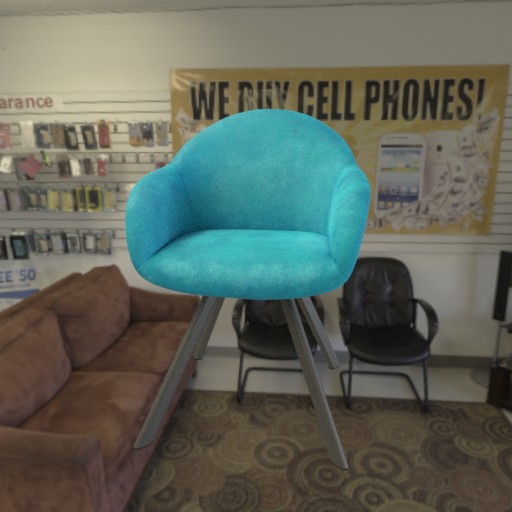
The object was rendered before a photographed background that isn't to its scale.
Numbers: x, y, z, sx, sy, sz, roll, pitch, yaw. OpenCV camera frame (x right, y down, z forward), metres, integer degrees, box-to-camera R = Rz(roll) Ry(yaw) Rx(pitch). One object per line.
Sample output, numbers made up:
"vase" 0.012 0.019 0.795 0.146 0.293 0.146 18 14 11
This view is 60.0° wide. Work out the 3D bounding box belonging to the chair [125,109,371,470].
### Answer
"chair" 0.000 0.000 1.180 0.550 0.795 0.590 2 13 8
